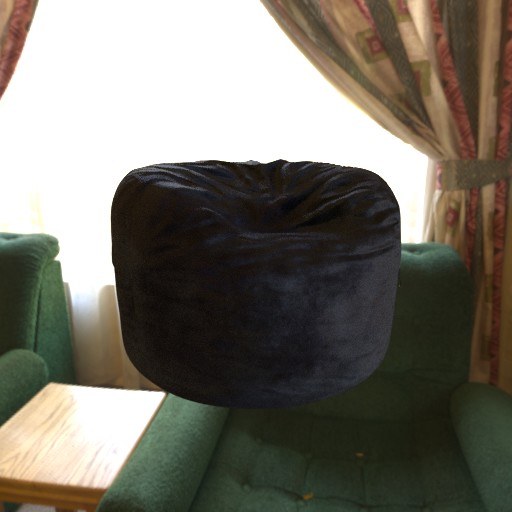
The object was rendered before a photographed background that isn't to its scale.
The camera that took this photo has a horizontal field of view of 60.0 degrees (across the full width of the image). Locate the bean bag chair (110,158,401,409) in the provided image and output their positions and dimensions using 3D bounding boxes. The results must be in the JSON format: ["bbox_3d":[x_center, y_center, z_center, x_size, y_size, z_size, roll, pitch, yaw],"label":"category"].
[{"bbox_3d":[0.000,0.000,1.486,0.918,0.616,0.918,0,16,0],"label":"bean bag chair"}]
